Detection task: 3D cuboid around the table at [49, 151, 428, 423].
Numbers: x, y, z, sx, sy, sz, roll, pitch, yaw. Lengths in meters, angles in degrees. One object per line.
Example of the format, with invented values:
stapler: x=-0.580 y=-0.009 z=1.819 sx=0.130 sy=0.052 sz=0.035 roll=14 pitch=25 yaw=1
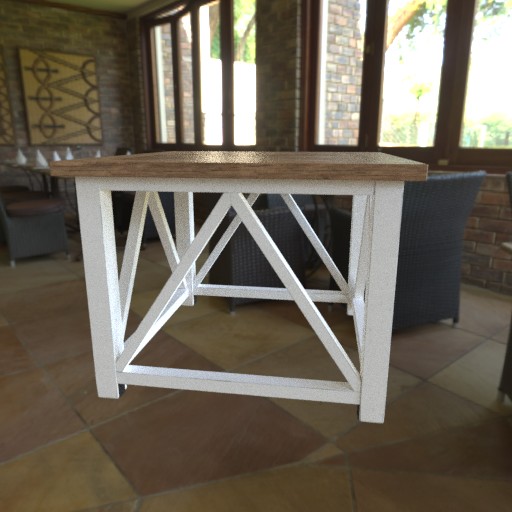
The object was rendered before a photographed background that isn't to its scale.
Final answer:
table: x=0.000 y=0.000 z=1.205 sx=0.700 sy=0.532 sz=0.700 roll=2 pitch=15 yaw=9
